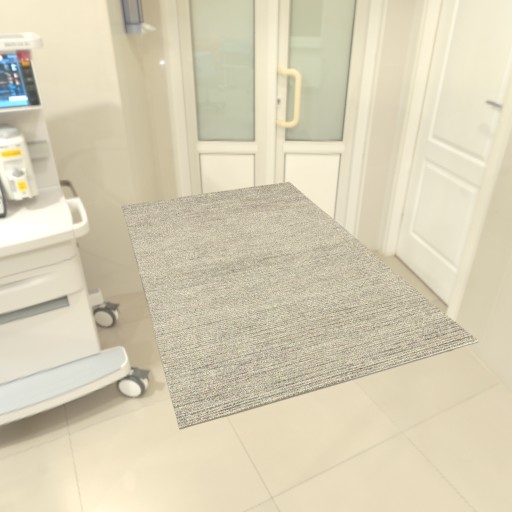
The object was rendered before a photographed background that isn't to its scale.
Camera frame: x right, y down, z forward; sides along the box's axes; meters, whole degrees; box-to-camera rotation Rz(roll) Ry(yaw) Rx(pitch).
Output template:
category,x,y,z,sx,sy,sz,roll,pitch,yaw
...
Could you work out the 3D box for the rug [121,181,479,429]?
category,x,y,z,sx,sy,sz,roll,pitch,yaw
rug,0.000,0.000,2.250,1.162,0.022,1.804,-10,32,-17
